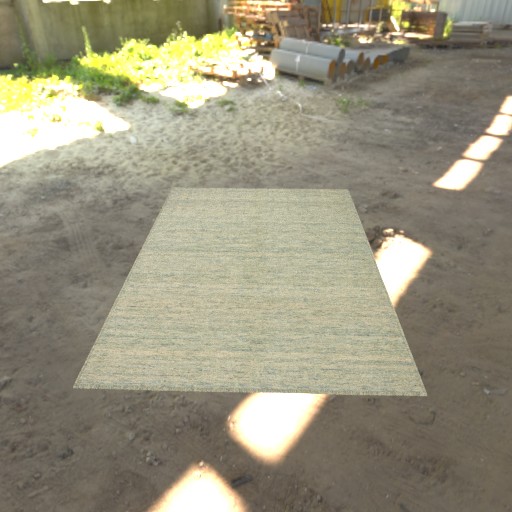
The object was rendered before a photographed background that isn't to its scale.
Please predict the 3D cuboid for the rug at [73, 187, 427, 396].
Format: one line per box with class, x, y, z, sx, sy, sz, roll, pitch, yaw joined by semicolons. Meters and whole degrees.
rug;0.000;0.000;2.349;1.250;0.015;1.850;1;31;1
